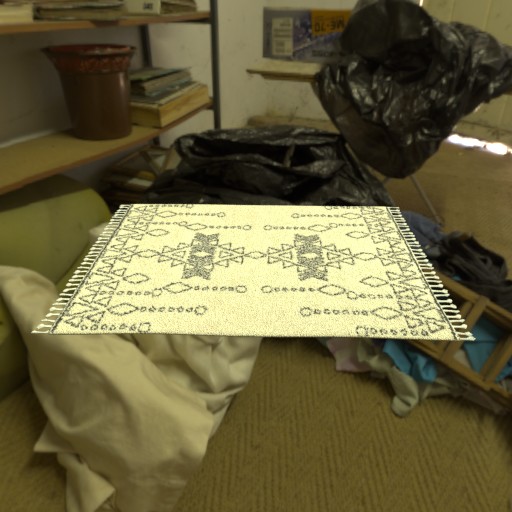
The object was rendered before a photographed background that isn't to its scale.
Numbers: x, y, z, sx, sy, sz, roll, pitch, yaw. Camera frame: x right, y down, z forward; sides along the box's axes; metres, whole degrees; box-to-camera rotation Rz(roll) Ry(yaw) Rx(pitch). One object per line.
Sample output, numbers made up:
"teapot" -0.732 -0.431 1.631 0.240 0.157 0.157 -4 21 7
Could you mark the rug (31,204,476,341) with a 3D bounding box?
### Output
"rug" 0.000 0.000 3.901 3.027 0.028 2.125 1 31 1
